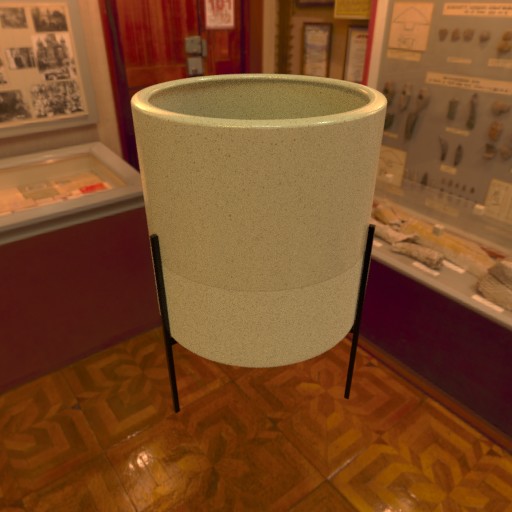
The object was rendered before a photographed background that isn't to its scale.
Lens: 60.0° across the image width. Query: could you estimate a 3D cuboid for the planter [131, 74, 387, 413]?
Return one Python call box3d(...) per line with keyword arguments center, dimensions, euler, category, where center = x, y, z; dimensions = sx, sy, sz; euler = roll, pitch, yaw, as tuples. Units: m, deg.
box3d(center=(0.000, 0.000, 0.676), dimensions=(0.323, 0.475, 0.314), euler=(-20, 36, -30), category="planter")
